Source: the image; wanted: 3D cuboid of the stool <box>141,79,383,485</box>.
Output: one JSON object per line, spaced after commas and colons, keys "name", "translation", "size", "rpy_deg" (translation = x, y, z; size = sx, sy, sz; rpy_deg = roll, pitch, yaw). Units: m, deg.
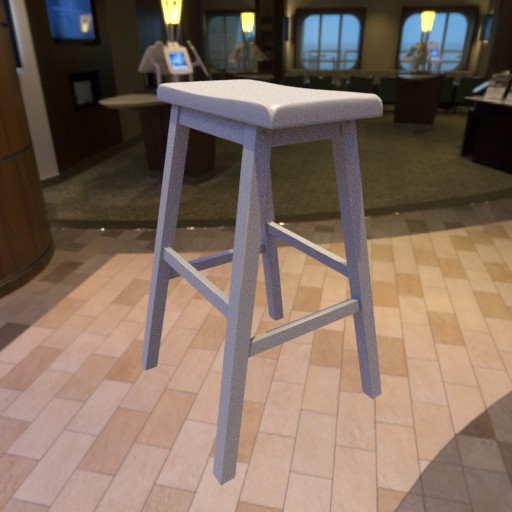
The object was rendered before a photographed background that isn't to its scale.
{"name": "stool", "translation": [0.000, 0.000, 1.038], "size": [0.476, 0.737, 0.457], "rpy_deg": [-16, 30, -30]}
